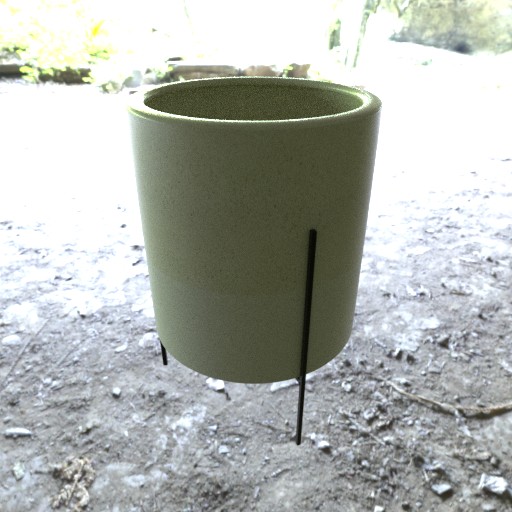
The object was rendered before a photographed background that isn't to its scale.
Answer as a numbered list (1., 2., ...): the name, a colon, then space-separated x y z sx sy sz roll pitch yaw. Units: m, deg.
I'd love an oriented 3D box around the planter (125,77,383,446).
1. planter: 0.000 0.000 0.693 0.324 0.483 0.333 20 36 31
